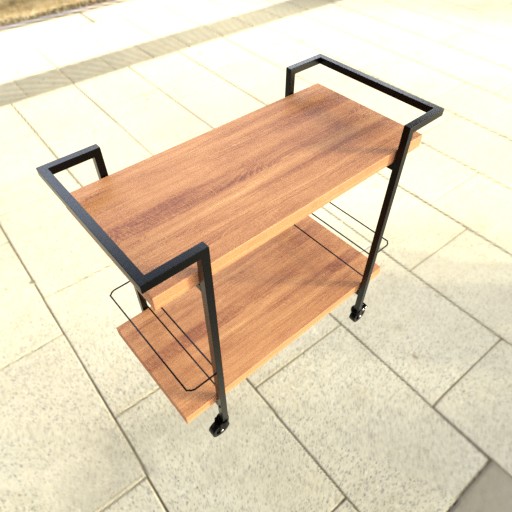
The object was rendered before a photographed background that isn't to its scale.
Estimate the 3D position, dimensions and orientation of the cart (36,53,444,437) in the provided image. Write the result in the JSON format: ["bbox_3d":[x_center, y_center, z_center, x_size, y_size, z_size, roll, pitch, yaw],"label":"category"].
[{"bbox_3d":[0.000,0.000,1.228,0.806,0.762,0.406,-32,55,-26],"label":"cart"}]
